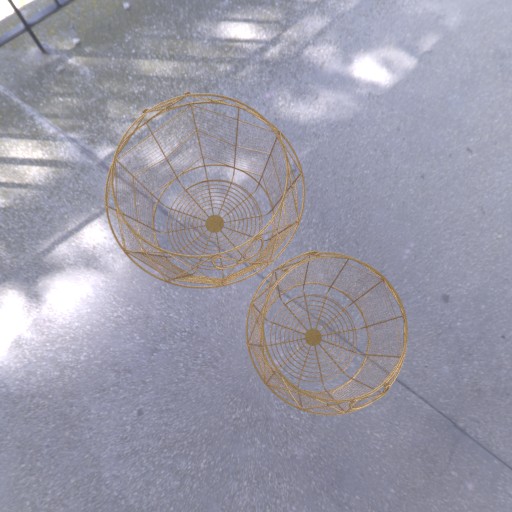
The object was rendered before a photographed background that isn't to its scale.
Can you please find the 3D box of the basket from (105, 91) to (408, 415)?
[{"bbox_3d":[0.000,0.000,1.038,0.451,0.343,0.805,-39,79,-9],"label":"basket"}]
